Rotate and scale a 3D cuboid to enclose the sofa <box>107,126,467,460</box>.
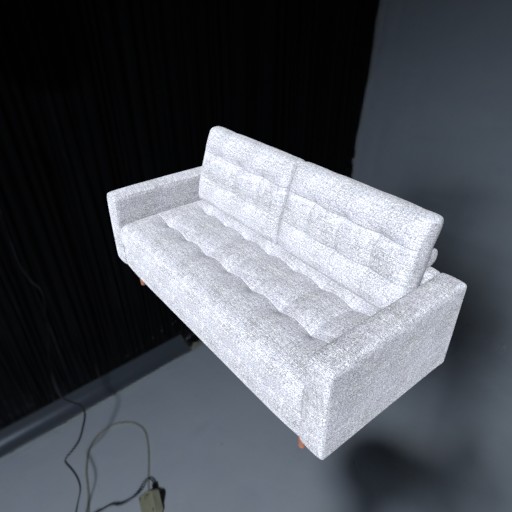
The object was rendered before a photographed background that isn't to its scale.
[{"bbox_3d":[0.000,0.000,2.314,0.863,0.902,1.821,-23,39,-32],"label":"sofa"}]
